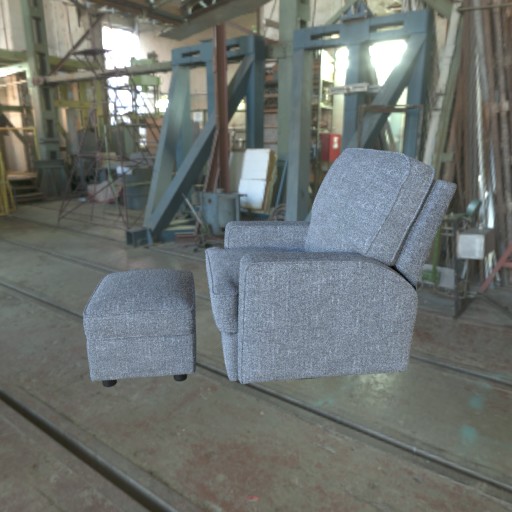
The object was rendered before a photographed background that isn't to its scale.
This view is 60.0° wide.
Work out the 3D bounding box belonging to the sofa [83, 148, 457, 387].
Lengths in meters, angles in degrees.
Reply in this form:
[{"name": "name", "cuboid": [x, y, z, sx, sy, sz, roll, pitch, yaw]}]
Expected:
[{"name": "sofa", "cuboid": [0.000, 0.000, 2.054, 1.472, 0.959, 0.861, -2, 15, -8]}]
